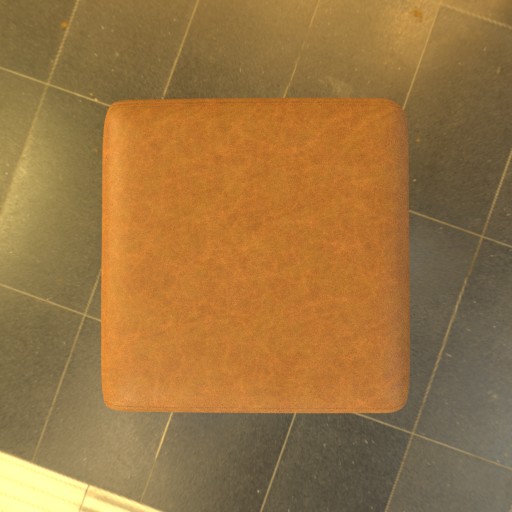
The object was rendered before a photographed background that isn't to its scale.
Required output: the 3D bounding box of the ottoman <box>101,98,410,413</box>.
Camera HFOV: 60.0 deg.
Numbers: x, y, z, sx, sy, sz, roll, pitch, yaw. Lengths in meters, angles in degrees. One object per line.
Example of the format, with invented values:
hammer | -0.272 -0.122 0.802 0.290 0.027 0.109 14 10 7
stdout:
ottoman | 0.000 0.000 1.064 0.650 0.399 0.650 0 89 1
